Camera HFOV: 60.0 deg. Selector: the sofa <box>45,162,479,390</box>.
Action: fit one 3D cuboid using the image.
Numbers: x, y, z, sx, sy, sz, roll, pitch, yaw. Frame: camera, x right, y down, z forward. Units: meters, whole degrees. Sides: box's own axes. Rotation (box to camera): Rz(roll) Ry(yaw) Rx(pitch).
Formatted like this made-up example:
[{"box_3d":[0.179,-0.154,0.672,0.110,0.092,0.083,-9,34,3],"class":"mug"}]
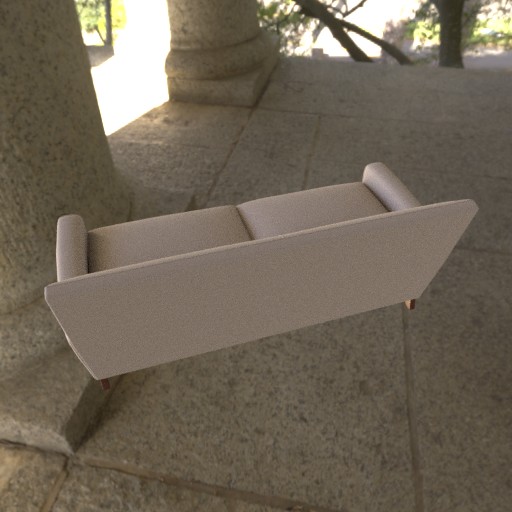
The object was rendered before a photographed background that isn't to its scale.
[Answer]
[{"box_3d":[0.000,0.000,2.417,2.000,0.846,0.875,-12,42,-13],"class":"sofa"}]
